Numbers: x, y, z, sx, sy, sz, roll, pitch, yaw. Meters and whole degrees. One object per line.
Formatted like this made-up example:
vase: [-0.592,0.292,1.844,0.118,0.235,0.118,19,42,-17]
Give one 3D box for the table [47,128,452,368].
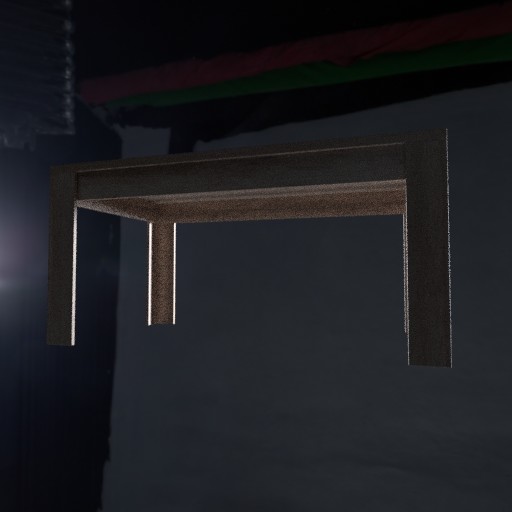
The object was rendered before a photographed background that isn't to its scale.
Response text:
table: [0.000,0.000,2.102,1.600,0.775,0.900,-1,-3,18]
